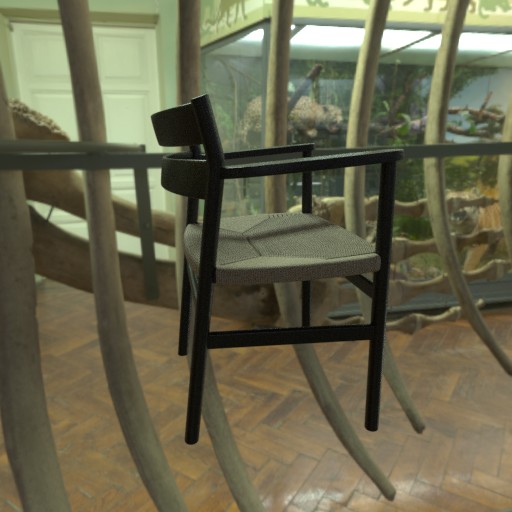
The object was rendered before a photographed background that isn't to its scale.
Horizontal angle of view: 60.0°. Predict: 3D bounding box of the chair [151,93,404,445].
[{"bbox_3d":[0.000,0.000,1.191,0.508,0.775,0.630,-3,16,-11],"label":"chair"}]
